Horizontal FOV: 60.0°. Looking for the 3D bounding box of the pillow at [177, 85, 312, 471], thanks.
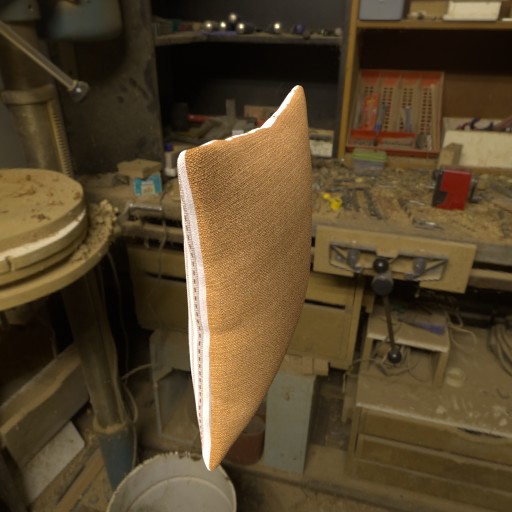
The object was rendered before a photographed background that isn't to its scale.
[{"bbox_3d":[0.000,0.000,0.669,0.147,0.437,0.432,9,30,15],"label":"pillow"}]
